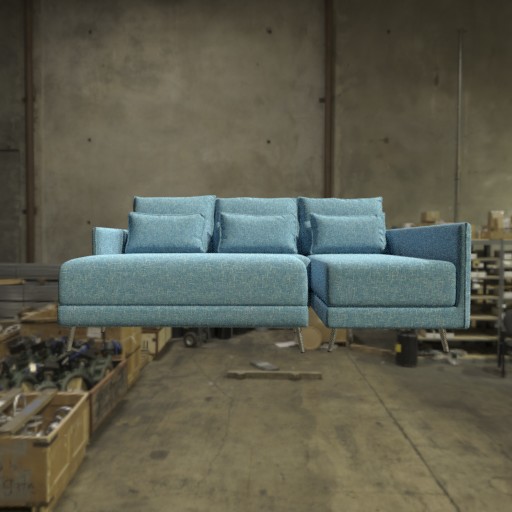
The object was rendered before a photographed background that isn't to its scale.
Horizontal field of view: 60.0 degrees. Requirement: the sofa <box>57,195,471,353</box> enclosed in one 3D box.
[{"bbox_3d":[0.000,0.000,2.775,2.034,0.899,1.420,0,2,1],"label":"sofa"}]
